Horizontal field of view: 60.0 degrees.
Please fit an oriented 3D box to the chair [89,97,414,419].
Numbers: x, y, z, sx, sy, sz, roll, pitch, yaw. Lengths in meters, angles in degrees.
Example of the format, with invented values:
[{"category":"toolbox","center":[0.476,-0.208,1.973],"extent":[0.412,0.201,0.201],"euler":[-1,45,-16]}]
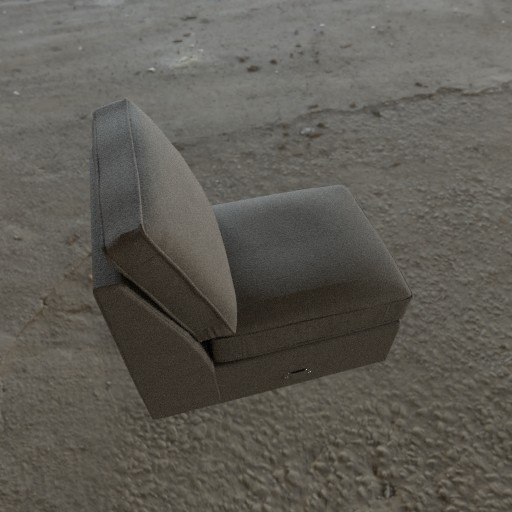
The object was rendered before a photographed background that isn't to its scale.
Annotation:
[{"category":"chair","center":[0.000,0.000,1.528],"extent":[0.938,0.970,0.621],"euler":[-11,49,-10]}]
